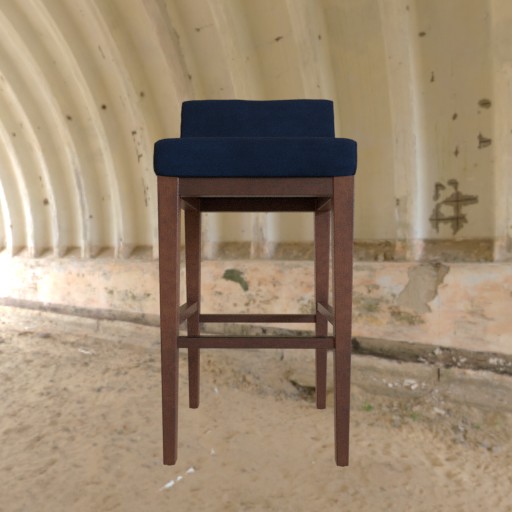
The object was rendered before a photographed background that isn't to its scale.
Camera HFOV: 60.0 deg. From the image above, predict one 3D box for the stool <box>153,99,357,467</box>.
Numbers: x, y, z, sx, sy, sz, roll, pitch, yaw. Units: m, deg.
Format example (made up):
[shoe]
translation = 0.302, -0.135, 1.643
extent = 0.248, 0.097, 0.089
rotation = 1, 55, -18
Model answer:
[stool]
translation = 0.000, 0.000, 1.311
extent = 0.511, 1.037, 0.500
rotation = 0, 1, 1
